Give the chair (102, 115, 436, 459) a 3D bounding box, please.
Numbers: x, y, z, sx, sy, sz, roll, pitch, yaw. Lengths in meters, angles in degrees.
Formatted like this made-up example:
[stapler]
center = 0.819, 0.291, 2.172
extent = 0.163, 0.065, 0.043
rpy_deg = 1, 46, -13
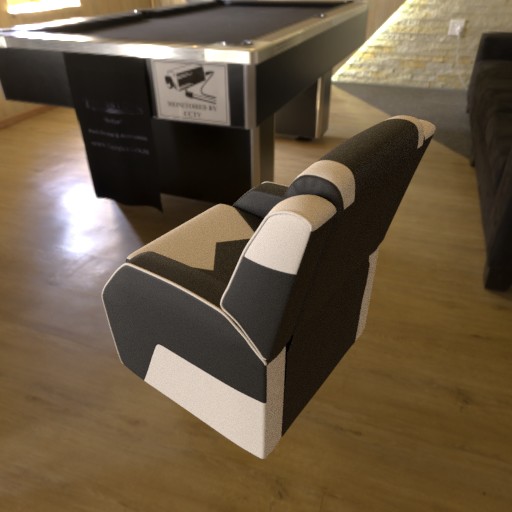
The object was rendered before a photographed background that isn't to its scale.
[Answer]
[chair]
center = 0.000, 0.000, 1.253
extent = 0.672, 0.805, 0.620
rpy_deg = 22, 40, 29
